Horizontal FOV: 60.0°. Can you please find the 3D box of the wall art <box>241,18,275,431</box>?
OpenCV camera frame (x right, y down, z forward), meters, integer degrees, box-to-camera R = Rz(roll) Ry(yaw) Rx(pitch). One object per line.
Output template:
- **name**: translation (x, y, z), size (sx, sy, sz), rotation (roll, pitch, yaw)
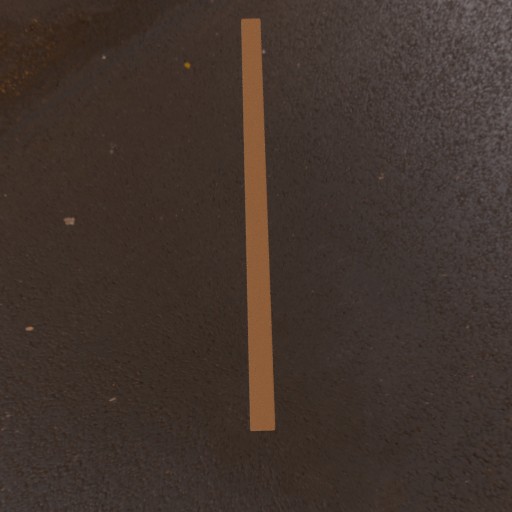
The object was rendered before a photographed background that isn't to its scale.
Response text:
- **wall art**: translation (0.000, 0.000, 1.139), size (0.037, 0.761, 0.761), rotation (-1, 74, 0)
